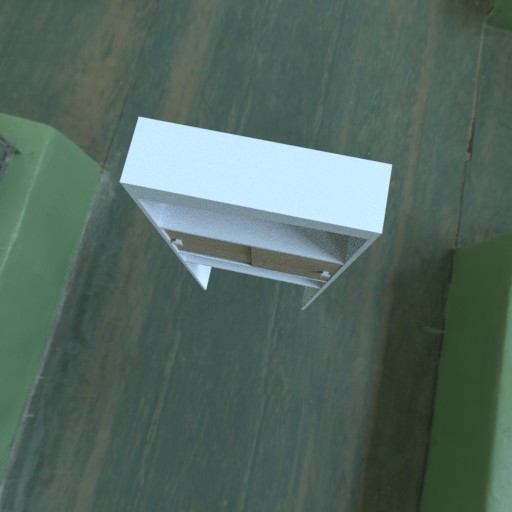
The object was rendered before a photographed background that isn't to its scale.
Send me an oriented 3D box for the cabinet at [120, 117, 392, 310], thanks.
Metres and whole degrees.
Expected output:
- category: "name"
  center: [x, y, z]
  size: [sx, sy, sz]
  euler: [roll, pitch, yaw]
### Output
- category: "cabinet"
  center: [0.000, 0.000, 1.943]
  size: [0.643, 1.770, 0.192]
  euler: [11, 77, 3]
